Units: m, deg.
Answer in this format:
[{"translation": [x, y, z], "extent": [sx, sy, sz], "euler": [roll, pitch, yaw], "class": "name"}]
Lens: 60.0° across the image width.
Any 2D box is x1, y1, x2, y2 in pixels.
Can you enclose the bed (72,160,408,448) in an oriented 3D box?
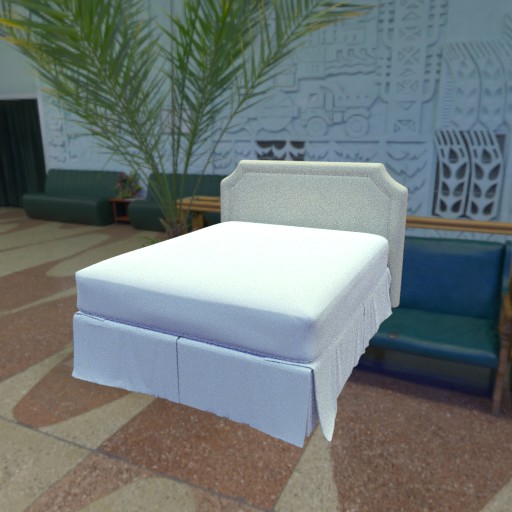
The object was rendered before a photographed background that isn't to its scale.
[{"translation": [0.000, 0.000, 3.321], "extent": [1.827, 1.296, 2.209], "euler": [7, 16, 26], "class": "bed"}]
